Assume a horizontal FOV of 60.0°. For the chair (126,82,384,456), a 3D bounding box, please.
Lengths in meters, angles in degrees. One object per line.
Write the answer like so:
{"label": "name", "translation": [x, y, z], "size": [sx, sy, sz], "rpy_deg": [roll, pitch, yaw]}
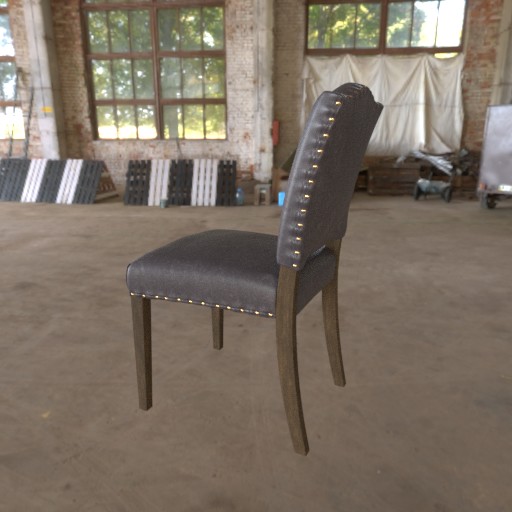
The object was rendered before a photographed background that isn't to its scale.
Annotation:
{"label": "chair", "translation": [0.000, 0.000, 1.384], "size": [0.633, 0.991, 0.500], "rpy_deg": [8, 18, 25]}
